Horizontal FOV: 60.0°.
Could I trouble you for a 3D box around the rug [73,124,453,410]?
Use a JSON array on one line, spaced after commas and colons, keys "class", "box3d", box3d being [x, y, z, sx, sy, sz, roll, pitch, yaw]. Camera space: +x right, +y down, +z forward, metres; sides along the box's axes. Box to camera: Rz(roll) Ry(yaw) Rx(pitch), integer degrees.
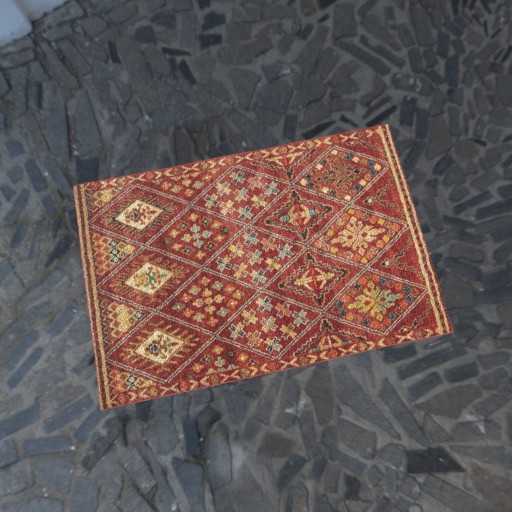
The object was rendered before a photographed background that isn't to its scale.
[{"class": "rug", "box3d": [0.000, 0.000, 2.966, 2.286, 0.026, 1.521, -12, 77, -3]}]
